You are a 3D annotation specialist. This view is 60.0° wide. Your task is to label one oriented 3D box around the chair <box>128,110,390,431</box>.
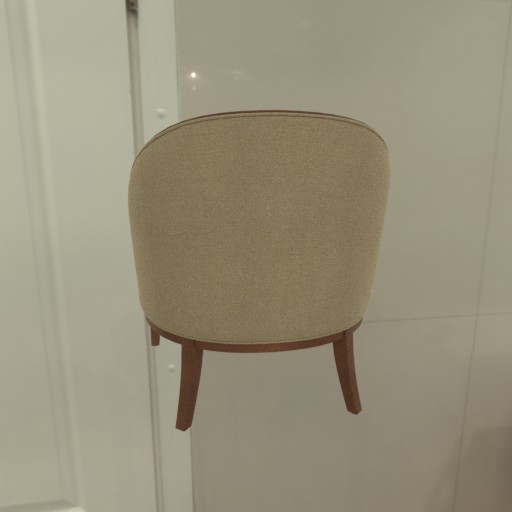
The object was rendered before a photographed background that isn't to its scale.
[{"bbox_3d":[0.000,0.000,1.499,0.803,0.876,0.735,-2,13,-9],"label":"chair"}]
